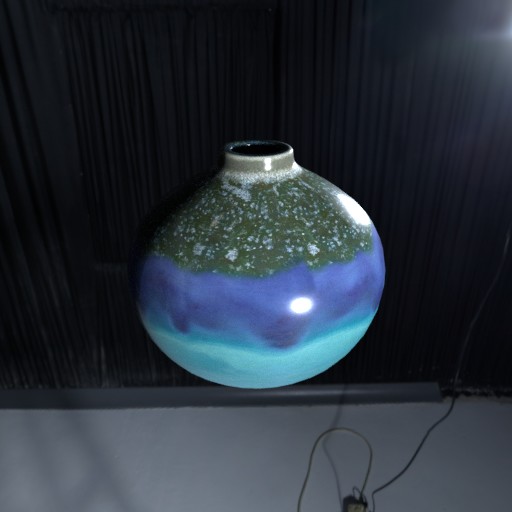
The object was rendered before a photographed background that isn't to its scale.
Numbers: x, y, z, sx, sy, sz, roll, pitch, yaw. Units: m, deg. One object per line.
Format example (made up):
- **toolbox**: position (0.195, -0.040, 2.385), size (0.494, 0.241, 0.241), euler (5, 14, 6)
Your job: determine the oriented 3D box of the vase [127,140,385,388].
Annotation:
- **vase**: position (0.000, 0.000, 0.271), size (0.154, 0.133, 0.154), euler (0, 28, 0)
